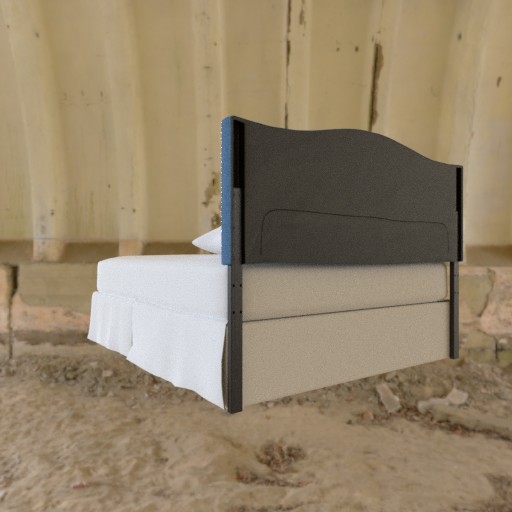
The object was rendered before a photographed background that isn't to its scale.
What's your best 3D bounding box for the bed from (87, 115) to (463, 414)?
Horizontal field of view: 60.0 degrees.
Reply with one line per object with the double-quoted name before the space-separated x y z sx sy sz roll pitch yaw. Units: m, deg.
"bed" 0.000 0.000 2.830 1.610 1.169 1.872 0 0 -36
